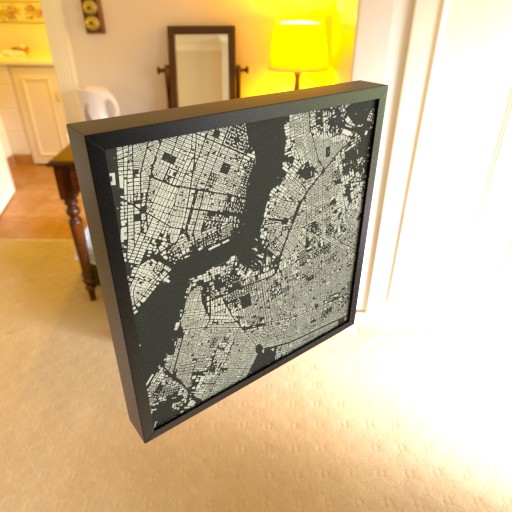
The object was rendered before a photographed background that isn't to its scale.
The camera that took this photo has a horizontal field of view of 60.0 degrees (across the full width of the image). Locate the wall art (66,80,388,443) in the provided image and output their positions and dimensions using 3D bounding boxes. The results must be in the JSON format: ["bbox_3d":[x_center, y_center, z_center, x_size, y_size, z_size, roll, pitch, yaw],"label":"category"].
[{"bbox_3d":[0.000,0.000,0.445,0.299,0.299,0.037,-21,37,-32],"label":"wall art"}]
